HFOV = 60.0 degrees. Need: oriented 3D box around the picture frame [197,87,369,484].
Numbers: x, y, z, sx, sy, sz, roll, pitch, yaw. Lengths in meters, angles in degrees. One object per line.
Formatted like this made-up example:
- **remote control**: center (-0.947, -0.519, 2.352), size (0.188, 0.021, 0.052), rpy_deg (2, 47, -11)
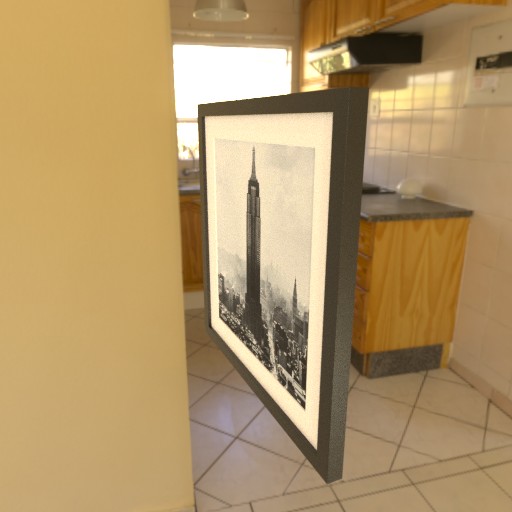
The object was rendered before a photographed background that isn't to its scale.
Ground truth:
- **picture frame**: center (0.000, 0.000, 0.830), size (0.029, 0.557, 0.559), rpy_deg (-8, 18, -24)
